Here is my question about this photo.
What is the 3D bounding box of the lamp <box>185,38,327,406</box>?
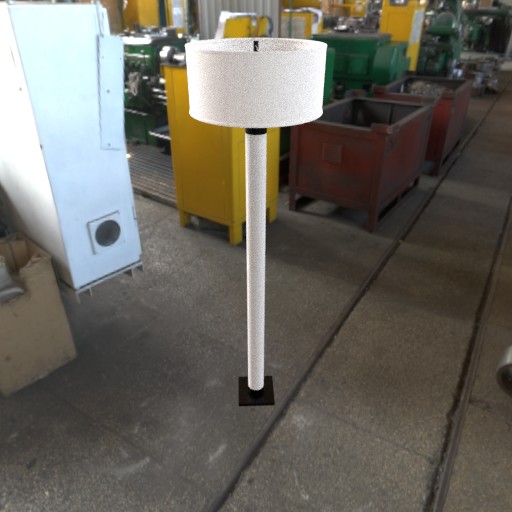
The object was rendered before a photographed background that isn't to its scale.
[{"bbox_3d":[0.000,0.000,1.682,0.420,1.475,0.420,-1,31,-2],"label":"lamp"}]
